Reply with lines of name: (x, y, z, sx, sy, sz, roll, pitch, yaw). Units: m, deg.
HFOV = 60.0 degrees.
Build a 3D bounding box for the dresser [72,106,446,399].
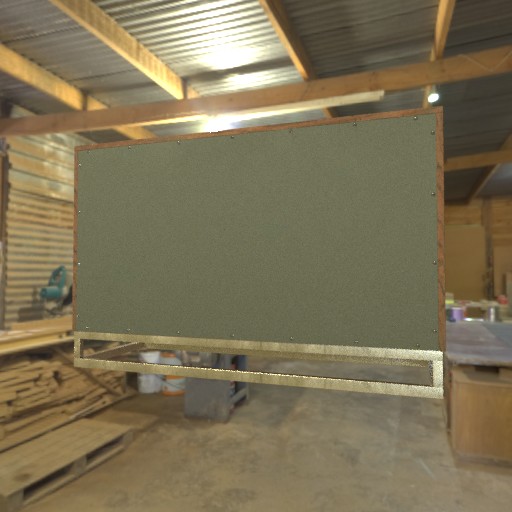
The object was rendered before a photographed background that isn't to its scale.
dresser: (0.000, 0.000, 2.152, 1.646, 1.061, 0.623, -1, -2, 19)
